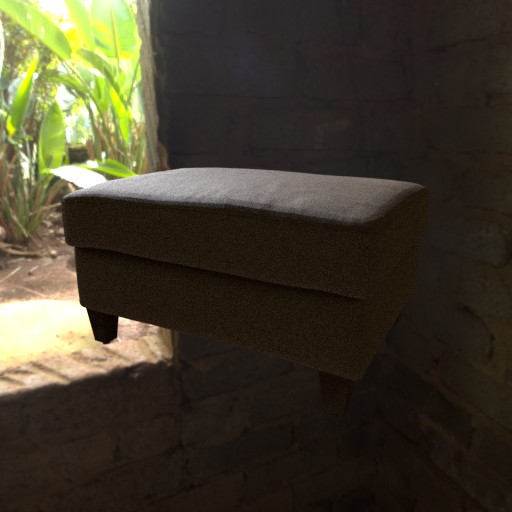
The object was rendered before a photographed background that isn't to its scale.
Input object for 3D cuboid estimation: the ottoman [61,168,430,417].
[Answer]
[{"bbox_3d":[0.000,0.000,1.352,0.889,0.511,0.692,9,18,28],"label":"ottoman"}]
